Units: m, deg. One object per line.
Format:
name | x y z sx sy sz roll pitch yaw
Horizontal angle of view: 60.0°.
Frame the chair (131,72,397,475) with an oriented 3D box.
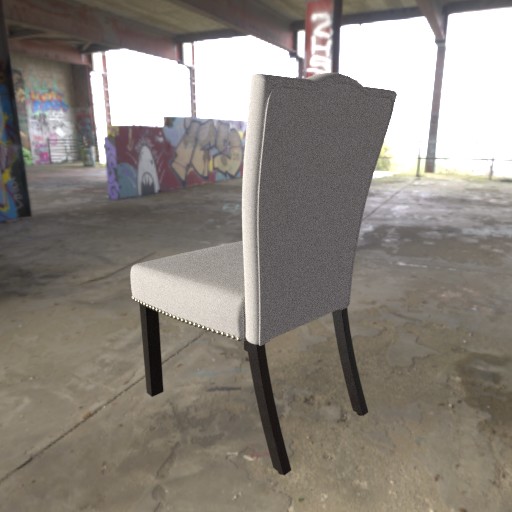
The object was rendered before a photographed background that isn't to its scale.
chair | 0.000 0.000 1.288 0.518 0.946 0.589 -14 21 -42
